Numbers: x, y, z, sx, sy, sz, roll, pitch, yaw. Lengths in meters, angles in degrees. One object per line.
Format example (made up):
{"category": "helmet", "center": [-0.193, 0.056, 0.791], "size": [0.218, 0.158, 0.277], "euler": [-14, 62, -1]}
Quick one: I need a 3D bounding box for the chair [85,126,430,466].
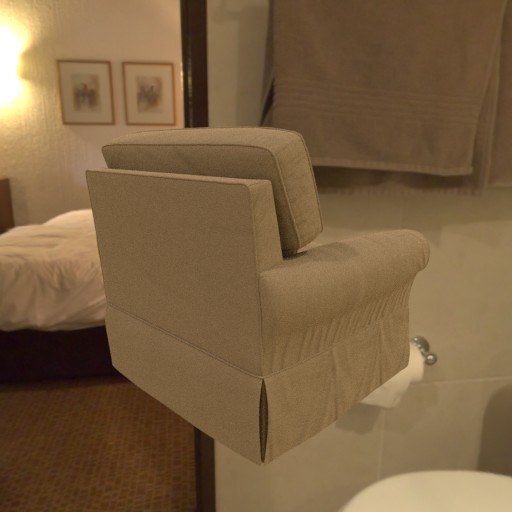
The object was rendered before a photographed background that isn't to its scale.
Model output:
{"category": "chair", "center": [0.000, 0.000, 1.855], "size": [1.135, 1.017, 0.988], "euler": [14, 19, 43]}
